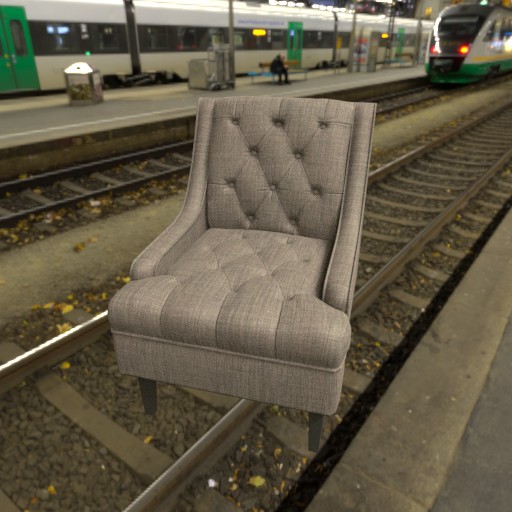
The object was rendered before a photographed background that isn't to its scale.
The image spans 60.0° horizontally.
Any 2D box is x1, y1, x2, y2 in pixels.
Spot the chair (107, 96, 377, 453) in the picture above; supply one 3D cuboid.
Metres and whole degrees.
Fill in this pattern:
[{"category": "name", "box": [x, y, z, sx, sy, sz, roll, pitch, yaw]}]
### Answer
[{"category": "chair", "box": [0.000, 0.000, 1.417, 0.655, 0.891, 0.771, 7, 27, 14]}]
